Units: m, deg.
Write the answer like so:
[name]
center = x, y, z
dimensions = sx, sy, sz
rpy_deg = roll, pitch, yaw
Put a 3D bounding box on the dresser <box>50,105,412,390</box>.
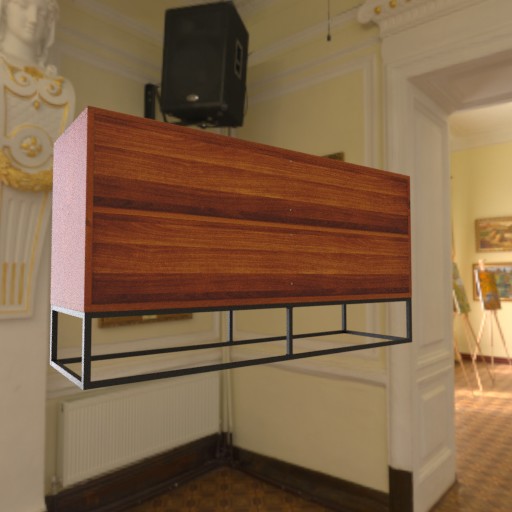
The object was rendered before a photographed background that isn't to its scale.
[dresser]
center = 0.000, 0.000, 1.895
dimensions = 1.536, 0.810, 0.464
rpy_deg = 2, -3, -36
